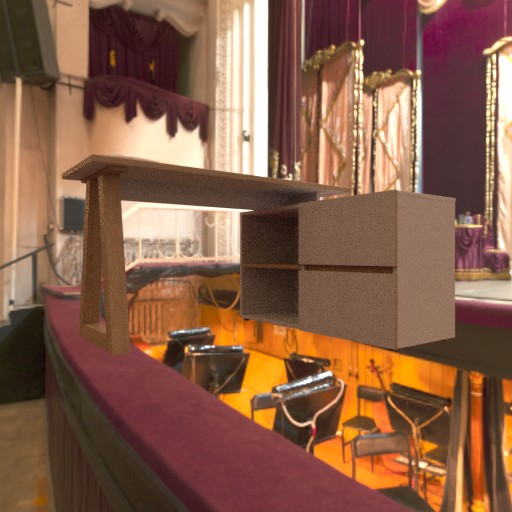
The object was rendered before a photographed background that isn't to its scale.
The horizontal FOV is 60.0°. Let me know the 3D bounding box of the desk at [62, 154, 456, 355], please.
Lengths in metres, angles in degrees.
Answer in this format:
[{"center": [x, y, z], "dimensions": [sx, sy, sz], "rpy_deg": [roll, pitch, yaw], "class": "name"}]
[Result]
[{"center": [0.000, 0.000, 2.002], "dimensions": [1.404, 0.755, 1.098], "rpy_deg": [0, 0, -36], "class": "desk"}]
